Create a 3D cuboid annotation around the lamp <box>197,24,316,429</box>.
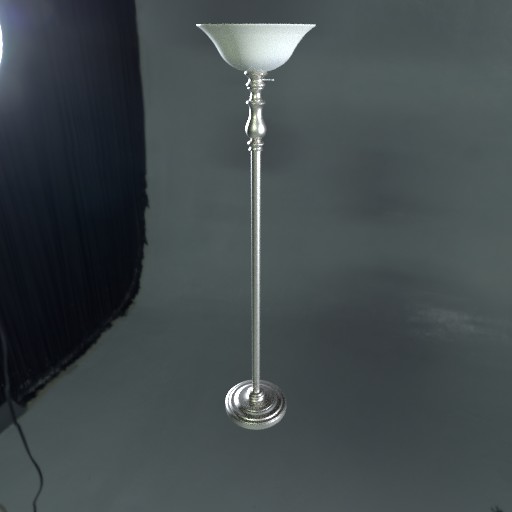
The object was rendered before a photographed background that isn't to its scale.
[{"bbox_3d":[0.000,0.000,1.914,0.405,1.771,0.405,7,28,14],"label":"lamp"}]
